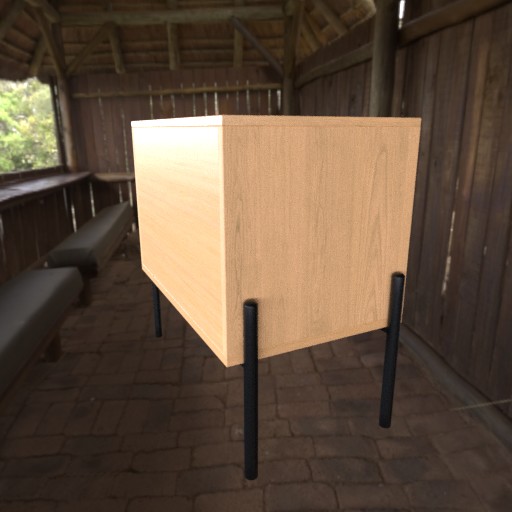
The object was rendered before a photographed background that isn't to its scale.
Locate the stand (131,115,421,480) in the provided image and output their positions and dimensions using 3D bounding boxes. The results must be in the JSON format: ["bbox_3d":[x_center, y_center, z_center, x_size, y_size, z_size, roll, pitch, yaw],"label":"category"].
[{"bbox_3d":[0.000,0.000,1.022,0.400,0.600,0.630,-8,18,-26],"label":"stand"}]
